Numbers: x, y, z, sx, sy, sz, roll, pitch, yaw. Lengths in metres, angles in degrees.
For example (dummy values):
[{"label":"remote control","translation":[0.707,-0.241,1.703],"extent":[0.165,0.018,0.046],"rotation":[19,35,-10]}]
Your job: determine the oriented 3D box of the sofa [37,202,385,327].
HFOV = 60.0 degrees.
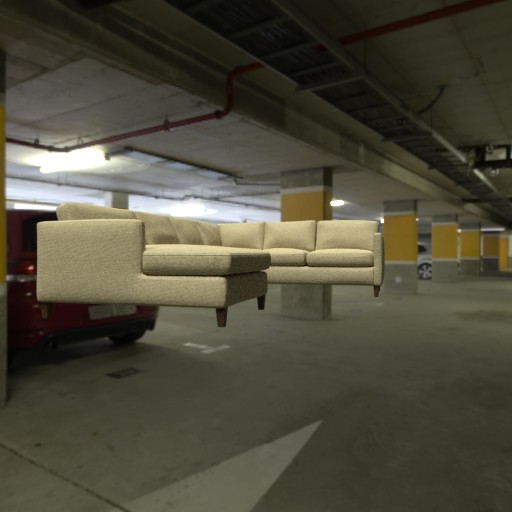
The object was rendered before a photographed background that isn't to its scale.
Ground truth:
[{"label":"sofa","translation":[0.000,0.000,4.703],"extent":[2.593,0.959,3.460],"rotation":[0,0,17]}]
